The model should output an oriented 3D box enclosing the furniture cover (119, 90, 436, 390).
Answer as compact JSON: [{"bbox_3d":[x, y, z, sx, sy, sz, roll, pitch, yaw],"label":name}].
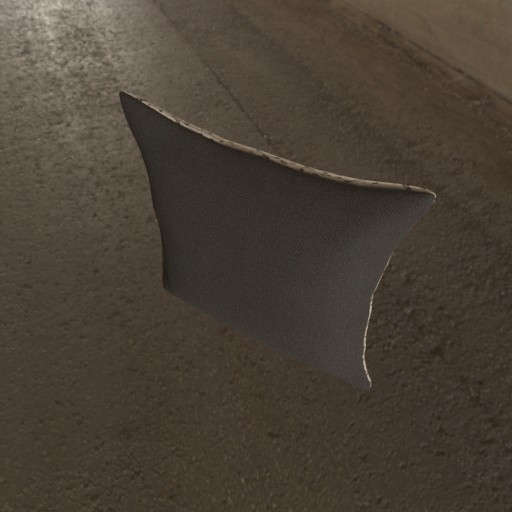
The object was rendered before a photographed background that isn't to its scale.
[{"bbox_3d":[0.000,0.000,0.804,0.525,0.498,0.180,23,50,22],"label":"furniture cover"}]
